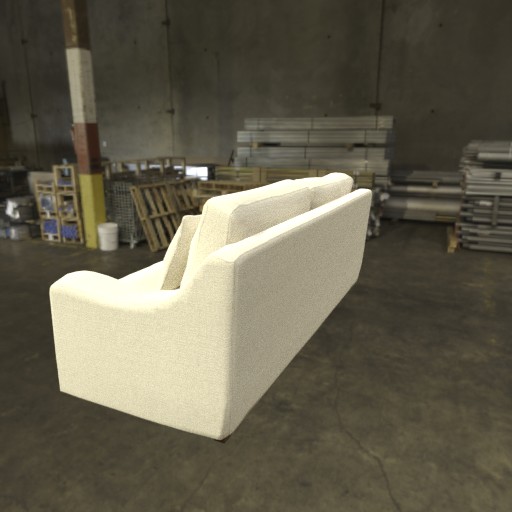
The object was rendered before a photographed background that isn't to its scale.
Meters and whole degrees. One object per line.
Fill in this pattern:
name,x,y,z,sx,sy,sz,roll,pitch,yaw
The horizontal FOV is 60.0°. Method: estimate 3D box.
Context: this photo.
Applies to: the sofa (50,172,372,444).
sofa,0.000,0.000,2.928,1.009,1.022,2.470,7,16,24
